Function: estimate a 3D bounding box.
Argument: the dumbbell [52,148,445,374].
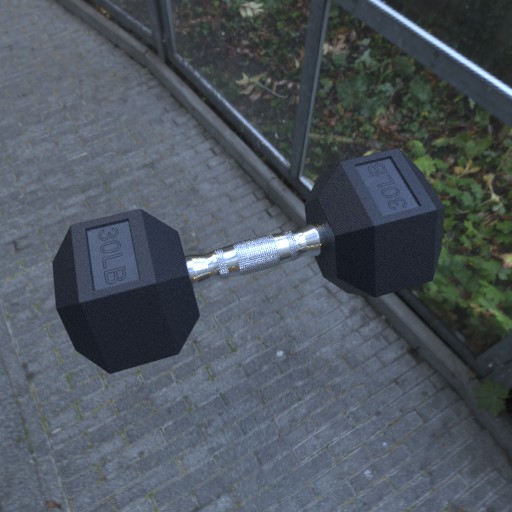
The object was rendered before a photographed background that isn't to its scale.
[{"bbox_3d":[0.000,0.000,0.410,0.337,0.123,0.142,-15,60,-9],"label":"dumbbell"}]
